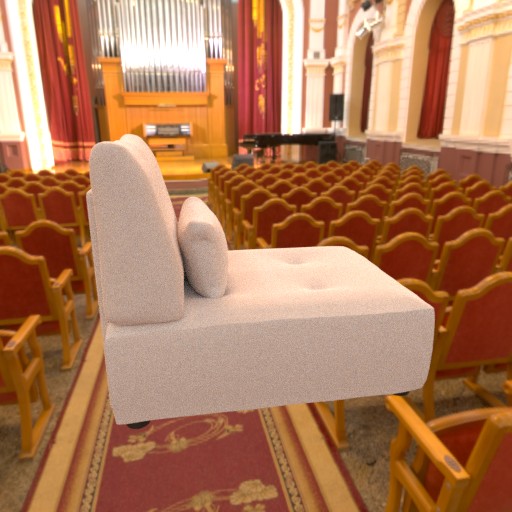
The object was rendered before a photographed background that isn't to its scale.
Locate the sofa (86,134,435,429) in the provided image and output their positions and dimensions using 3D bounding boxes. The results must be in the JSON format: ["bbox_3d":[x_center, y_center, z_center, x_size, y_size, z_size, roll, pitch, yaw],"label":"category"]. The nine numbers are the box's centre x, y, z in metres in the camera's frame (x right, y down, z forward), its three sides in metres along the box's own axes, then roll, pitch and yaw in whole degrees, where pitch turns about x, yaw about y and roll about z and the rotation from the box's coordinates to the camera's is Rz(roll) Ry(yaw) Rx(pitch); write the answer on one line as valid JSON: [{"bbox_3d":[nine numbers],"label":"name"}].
[{"bbox_3d":[0.000,0.000,1.569,1.000,0.820,0.700,-3,17,-10],"label":"sofa"}]
